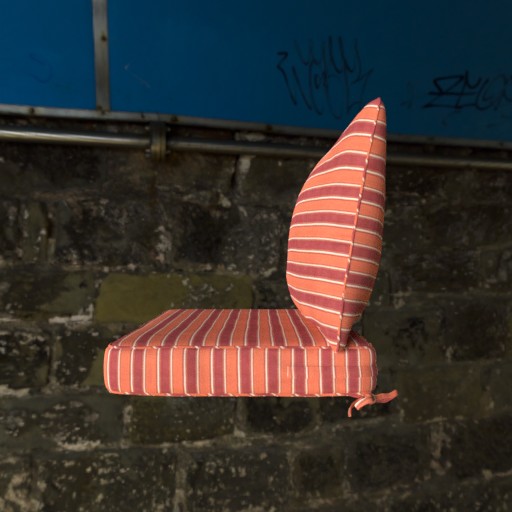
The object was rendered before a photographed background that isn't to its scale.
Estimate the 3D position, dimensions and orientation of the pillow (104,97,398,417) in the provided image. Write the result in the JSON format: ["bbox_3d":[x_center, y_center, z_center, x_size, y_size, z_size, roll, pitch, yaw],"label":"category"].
[{"bbox_3d":[0.000,0.000,1.379,0.733,0.723,0.799,0,0,1],"label":"pillow"}]
